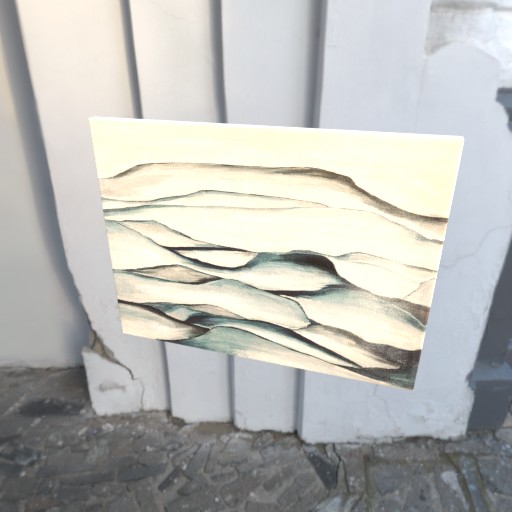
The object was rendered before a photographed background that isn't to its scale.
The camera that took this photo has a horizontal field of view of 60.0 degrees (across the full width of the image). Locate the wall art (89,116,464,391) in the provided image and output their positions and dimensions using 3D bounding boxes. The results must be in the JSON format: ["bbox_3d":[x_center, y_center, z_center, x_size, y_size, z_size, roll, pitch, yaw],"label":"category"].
[{"bbox_3d":[0.000,0.000,1.604,1.219,0.915,0.039,8,27,15],"label":"wall art"}]
